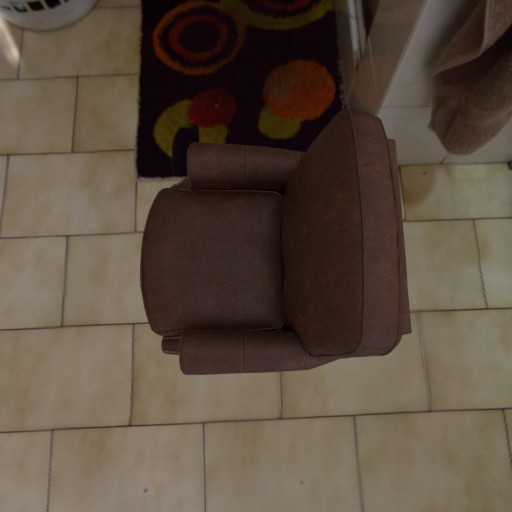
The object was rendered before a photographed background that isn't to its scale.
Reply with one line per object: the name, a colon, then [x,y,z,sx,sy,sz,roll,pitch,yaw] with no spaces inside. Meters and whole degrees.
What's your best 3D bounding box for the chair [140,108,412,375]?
chair: [0.000,0.000,1.809,0.986,1.018,0.936,0,76,0]
